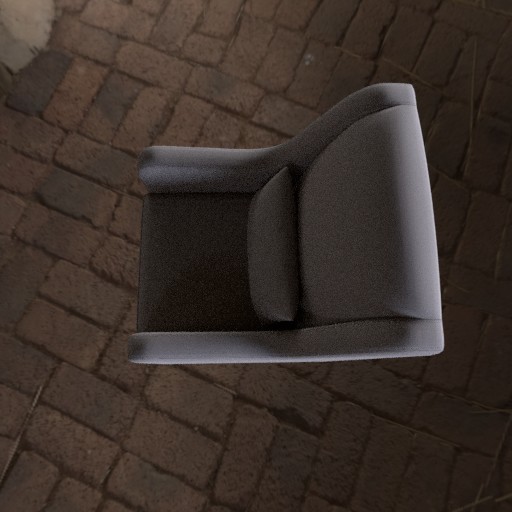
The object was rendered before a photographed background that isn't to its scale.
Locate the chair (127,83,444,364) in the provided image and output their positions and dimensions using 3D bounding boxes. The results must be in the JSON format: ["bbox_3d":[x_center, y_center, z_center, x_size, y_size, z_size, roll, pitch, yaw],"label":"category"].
[{"bbox_3d":[0.000,0.000,1.547,0.863,1.010,0.715,-1,76,0],"label":"chair"}]
